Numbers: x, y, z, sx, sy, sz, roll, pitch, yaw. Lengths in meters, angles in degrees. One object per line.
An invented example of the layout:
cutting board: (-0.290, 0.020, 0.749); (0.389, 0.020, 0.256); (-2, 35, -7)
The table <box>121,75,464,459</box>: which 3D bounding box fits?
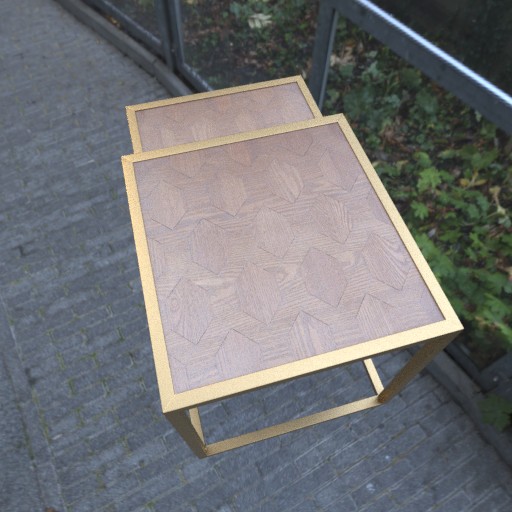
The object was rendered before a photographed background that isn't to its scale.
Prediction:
table: (0.000, 0.000, 1.104); (0.505, 0.505, 0.762); (-14, 59, -8)
